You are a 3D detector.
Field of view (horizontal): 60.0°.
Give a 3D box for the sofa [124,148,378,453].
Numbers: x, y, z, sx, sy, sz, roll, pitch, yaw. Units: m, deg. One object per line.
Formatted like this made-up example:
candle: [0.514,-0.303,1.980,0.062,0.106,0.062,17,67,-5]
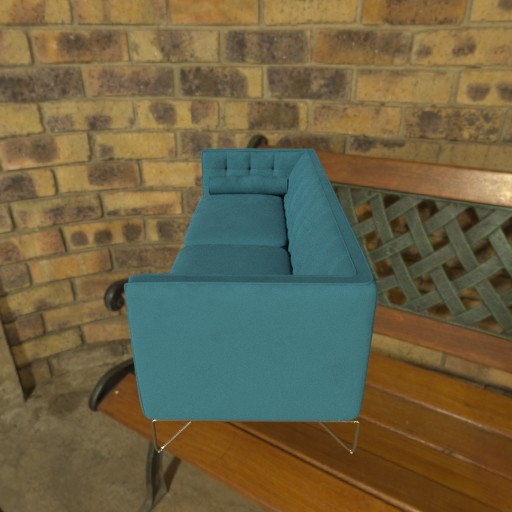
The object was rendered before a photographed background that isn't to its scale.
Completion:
sofa: [0.000,0.000,2.528,0.867,0.789,2.087,0,26,1]
